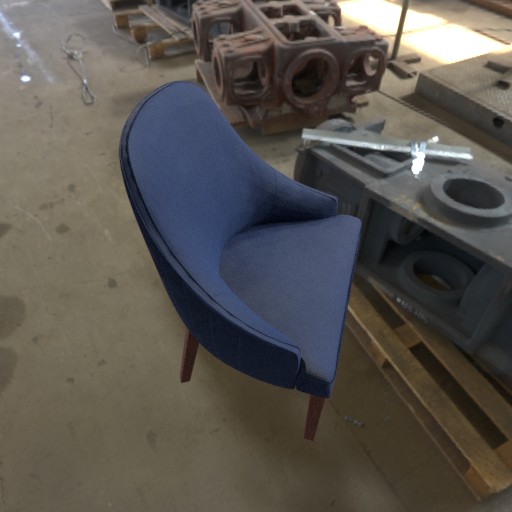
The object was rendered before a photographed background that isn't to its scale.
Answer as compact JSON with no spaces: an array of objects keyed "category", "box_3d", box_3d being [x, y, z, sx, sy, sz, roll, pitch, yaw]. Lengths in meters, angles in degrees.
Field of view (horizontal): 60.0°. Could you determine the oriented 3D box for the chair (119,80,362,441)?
[{"category":"chair","box_3d":[0.000,0.000,1.296,0.575,0.889,0.643,12,47,11]}]
